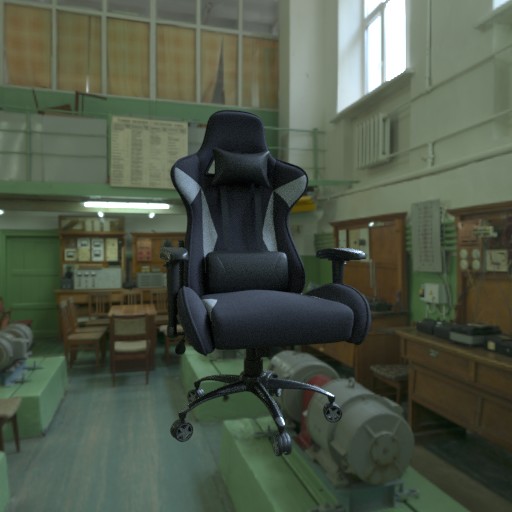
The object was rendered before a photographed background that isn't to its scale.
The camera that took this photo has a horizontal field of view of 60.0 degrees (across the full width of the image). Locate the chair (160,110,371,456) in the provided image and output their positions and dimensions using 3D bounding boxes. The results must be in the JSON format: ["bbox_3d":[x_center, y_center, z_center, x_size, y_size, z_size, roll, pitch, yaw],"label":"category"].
[{"bbox_3d":[0.000,0.000,1.715,0.730,1.300,0.695,0,0,-18],"label":"chair"}]
